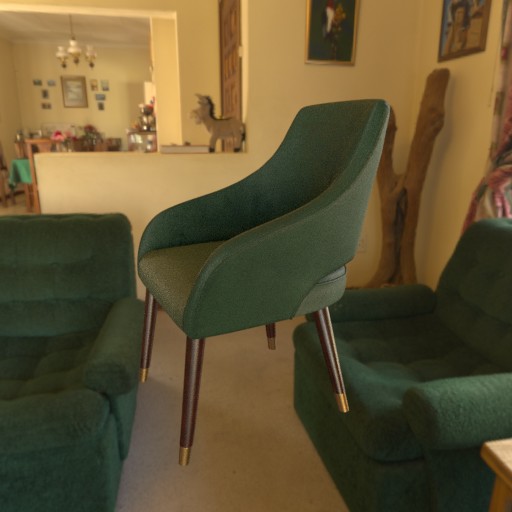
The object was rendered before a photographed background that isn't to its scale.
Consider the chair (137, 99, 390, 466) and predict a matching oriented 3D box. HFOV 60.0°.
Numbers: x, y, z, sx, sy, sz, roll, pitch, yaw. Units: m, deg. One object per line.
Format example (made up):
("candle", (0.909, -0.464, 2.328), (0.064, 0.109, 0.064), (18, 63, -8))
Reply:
("chair", (0.000, 0.000, 1.598), (0.794, 1.081, 0.683), (-8, 17, -26))
